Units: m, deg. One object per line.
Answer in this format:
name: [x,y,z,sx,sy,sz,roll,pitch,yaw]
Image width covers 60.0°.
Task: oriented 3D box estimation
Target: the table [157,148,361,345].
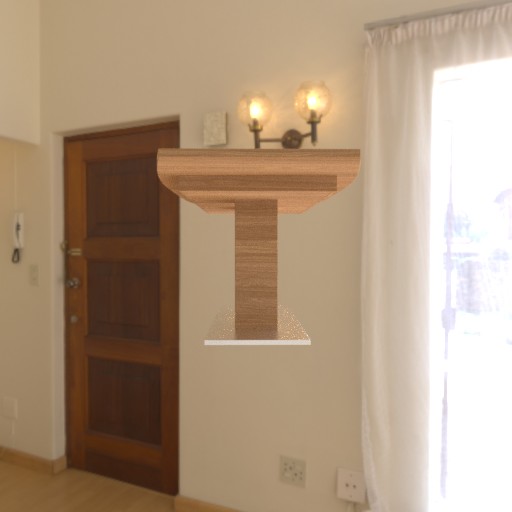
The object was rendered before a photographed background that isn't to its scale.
table: [0.000,0.000,2.484,0.900,0.750,2.032,0,1,-1]
